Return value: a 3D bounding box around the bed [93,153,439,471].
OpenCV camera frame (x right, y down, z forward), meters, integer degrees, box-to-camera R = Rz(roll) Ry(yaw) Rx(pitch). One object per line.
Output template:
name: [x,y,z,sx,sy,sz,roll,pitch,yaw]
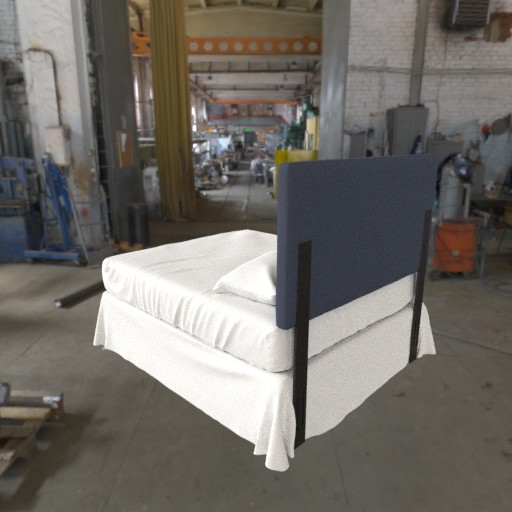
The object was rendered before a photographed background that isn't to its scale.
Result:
bed: [0.000,0.000,3.471,2.222,1.577,1.936,15,21,43]
